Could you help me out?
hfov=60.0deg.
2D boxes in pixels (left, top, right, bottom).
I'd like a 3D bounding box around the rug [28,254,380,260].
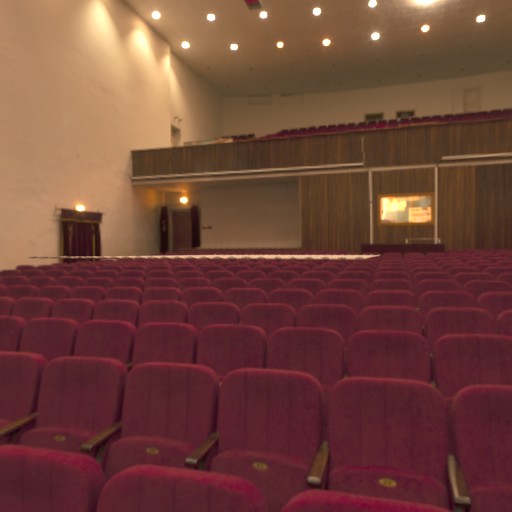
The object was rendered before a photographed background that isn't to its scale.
[{"bbox_3d":[0.000,0.000,3.881,2.030,0.017,3.040,0,0,17],"label":"rug"}]
